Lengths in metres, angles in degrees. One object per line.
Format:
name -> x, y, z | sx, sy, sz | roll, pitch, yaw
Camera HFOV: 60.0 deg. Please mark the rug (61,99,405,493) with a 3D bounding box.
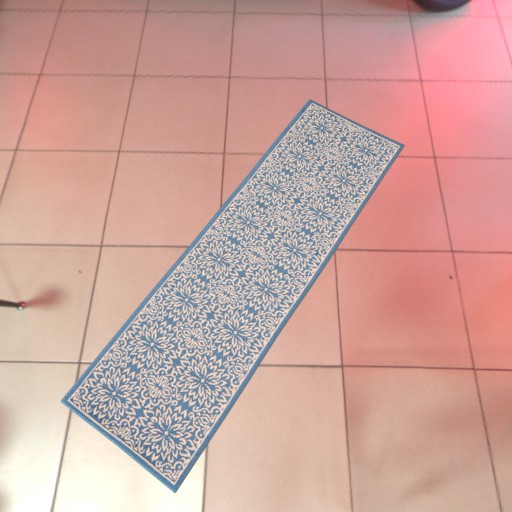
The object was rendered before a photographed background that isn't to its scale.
rug -> 0.000, 0.000, 2.317 | 0.662, 0.011, 2.196 | 31, 68, 14
